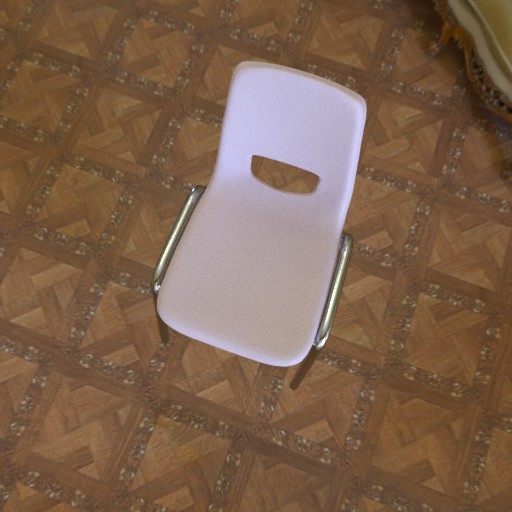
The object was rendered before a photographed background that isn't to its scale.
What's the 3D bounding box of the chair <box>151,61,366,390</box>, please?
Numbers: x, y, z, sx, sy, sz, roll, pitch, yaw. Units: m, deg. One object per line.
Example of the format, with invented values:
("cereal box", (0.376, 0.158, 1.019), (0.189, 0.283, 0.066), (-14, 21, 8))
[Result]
("chair", (0.000, 0.000, 0.844), (0.354, 0.586, 0.423), (19, 76, 5))
